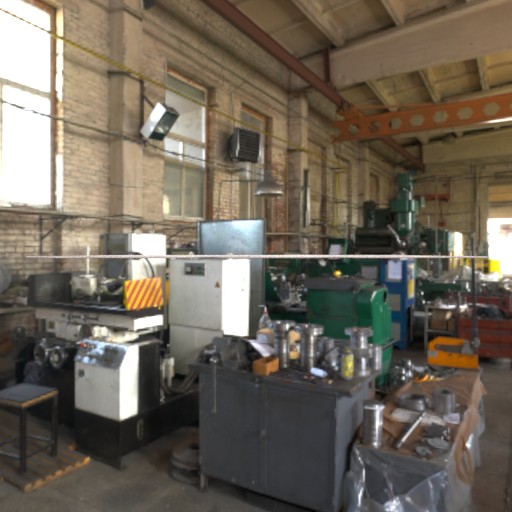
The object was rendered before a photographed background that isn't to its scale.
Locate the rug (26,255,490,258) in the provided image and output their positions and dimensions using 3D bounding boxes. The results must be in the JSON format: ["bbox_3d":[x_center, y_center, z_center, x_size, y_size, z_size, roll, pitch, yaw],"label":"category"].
[{"bbox_3d":[0.000,0.000,4.411,3.357,0.019,2.449,0,0,-2],"label":"rug"}]
